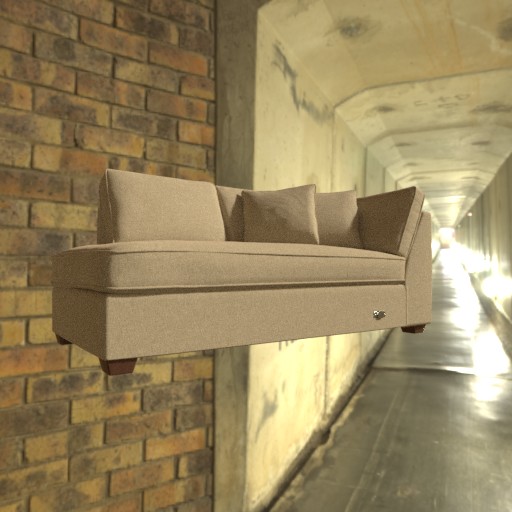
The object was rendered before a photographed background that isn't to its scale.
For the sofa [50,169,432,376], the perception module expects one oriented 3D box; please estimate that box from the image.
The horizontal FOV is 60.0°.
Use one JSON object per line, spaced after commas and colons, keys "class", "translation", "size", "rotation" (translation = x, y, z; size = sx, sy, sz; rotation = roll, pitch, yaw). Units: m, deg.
{"class": "sofa", "translation": [0.000, 0.000, 2.813], "size": [2.237, 1.033, 1.110], "rotation": [1, -2, -35]}
